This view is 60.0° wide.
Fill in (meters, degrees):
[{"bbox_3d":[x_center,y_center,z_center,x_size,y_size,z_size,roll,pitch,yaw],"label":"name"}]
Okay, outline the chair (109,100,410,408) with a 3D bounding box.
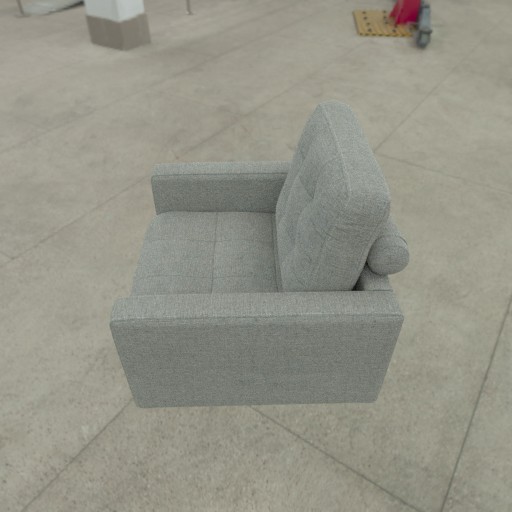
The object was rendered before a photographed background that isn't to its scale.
[{"bbox_3d":[0.000,0.000,1.541,0.843,0.880,0.821,-1,41,-1],"label":"chair"}]
